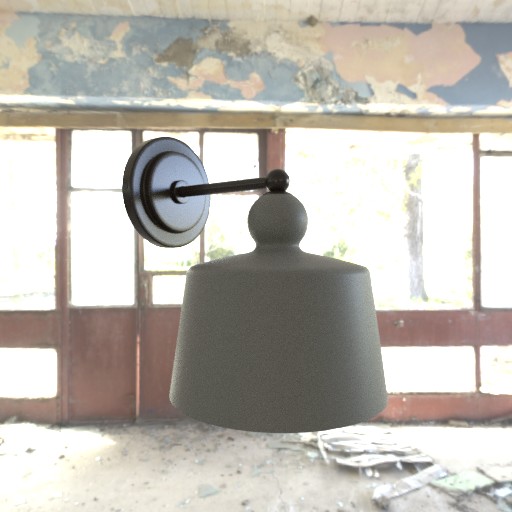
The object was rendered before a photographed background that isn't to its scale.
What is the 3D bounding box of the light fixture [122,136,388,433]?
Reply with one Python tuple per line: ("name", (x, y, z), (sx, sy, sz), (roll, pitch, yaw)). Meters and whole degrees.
("light fixture", (0.000, 0.000, 0.439), (0.254, 0.268, 0.204), (0, 0, 35))
